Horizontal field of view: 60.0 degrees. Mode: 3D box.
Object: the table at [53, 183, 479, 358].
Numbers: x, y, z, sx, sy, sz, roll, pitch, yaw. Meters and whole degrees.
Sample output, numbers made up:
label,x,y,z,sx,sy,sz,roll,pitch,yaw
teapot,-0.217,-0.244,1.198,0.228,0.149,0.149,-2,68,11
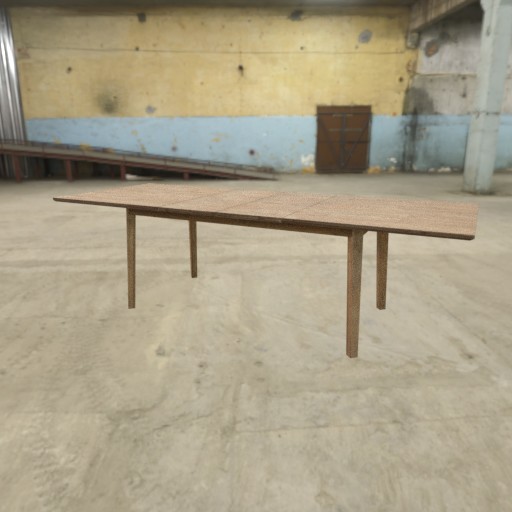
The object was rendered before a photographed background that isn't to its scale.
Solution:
label,x,y,z,sx,sy,sz,roll,pitch,yaw
table,0.000,0.000,2.992,2.603,0.752,1.000,8,17,26
